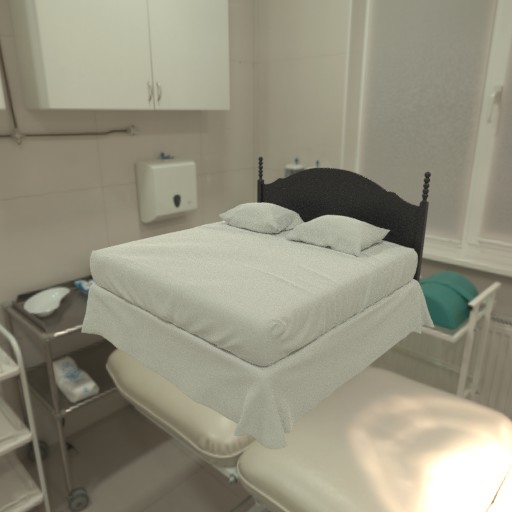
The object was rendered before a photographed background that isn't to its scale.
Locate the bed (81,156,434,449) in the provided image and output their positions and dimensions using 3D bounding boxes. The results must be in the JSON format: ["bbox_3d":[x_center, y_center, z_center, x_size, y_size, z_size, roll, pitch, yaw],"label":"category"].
[{"bbox_3d":[0.000,0.000,3.697,2.322,1.355,2.219,16,24,41],"label":"bed"}]
